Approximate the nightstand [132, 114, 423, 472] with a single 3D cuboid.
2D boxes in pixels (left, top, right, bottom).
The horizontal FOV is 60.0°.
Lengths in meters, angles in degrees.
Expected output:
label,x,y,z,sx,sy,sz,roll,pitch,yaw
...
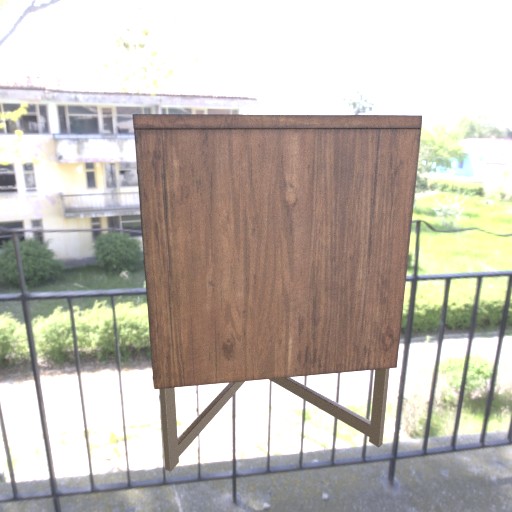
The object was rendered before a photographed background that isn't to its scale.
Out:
label,x,y,z,sx,sy,sz,roll,pitch,yaw
nightstand,0.000,0.000,1.022,0.446,0.610,0.610,-3,17,-9
